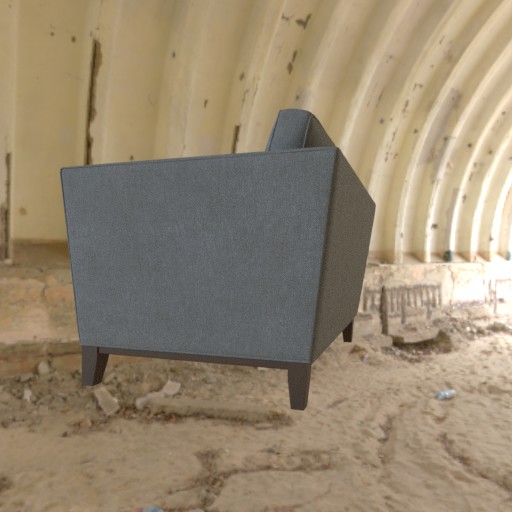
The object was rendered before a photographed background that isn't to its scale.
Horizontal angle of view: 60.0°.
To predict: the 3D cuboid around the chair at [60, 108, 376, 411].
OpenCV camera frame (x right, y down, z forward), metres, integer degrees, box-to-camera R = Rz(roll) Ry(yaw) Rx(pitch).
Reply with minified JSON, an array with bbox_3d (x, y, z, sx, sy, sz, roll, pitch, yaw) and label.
[{"bbox_3d":[0.000,0.000,2.025,0.965,0.942,1.396,0,0,19],"label":"chair"}]
